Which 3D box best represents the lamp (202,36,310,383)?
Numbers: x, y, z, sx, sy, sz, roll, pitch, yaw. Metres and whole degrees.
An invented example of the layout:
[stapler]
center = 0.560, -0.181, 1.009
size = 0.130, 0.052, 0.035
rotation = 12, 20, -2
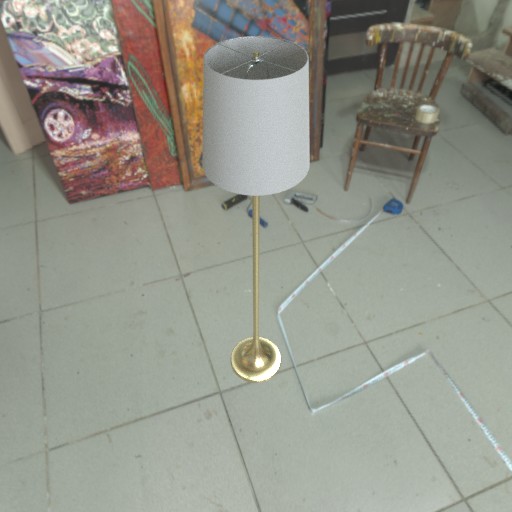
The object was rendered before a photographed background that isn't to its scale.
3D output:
[lamp]
center = 0.000, 0.000, 1.712
size = 0.337, 1.543, 0.337
rotation = 0, 47, 0
